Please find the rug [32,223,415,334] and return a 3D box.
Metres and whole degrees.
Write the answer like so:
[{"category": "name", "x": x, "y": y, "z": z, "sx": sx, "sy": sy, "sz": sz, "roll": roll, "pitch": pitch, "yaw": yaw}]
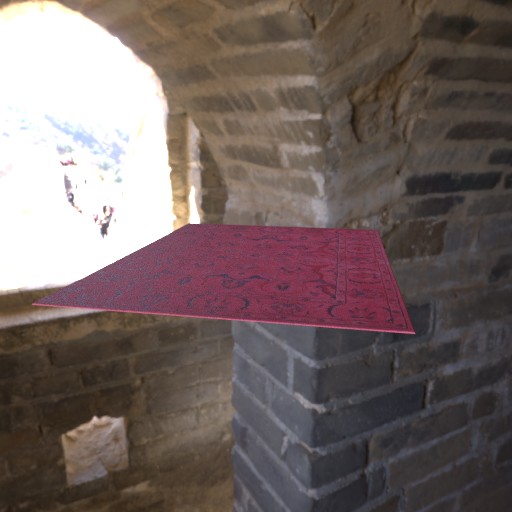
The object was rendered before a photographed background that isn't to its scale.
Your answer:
[{"category": "rug", "x": 0.000, "y": 0.000, "z": 3.962, "sx": 2.300, "sy": 0.012, "sz": 2.929, "roll": 3, "pitch": 15, "yaw": 11}]
